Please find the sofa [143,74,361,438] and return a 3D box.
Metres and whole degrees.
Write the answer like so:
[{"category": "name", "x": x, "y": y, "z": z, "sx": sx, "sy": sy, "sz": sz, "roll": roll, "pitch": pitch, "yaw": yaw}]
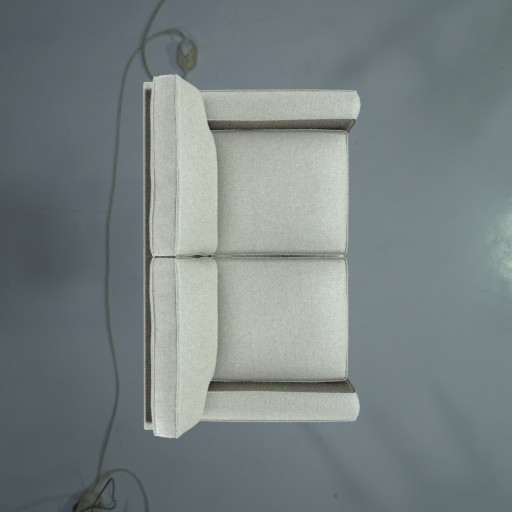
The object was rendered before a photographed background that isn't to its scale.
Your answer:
[{"category": "sofa", "x": 0.000, "y": 0.000, "z": 2.102, "sx": 0.940, "sy": 0.853, "sz": 1.484, "roll": 0, "pitch": 91, "yaw": 1}]
